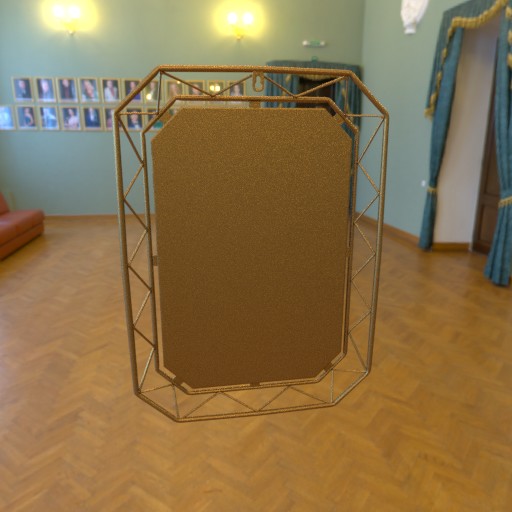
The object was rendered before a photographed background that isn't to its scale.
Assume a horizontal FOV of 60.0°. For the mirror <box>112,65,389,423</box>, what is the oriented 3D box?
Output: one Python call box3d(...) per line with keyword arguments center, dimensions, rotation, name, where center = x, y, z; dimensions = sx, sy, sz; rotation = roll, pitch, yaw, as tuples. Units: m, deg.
box3d(center=(0.000, 0.000, 0.716), dimensions=(0.417, 0.566, 0.042), rotation=(-3, 15, -10), name="mirror")
